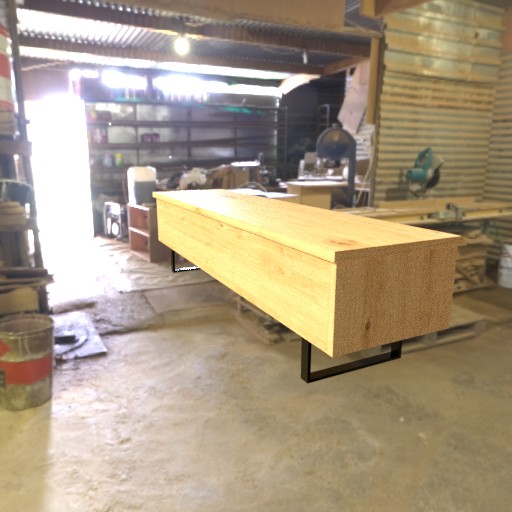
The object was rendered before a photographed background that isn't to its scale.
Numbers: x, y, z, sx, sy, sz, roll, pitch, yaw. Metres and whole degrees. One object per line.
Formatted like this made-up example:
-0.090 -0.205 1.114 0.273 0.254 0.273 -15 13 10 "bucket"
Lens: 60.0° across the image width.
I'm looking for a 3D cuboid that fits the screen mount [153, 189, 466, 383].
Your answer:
0.000 0.000 1.911 0.450 0.430 1.700 -7 15 -26 "screen mount"
